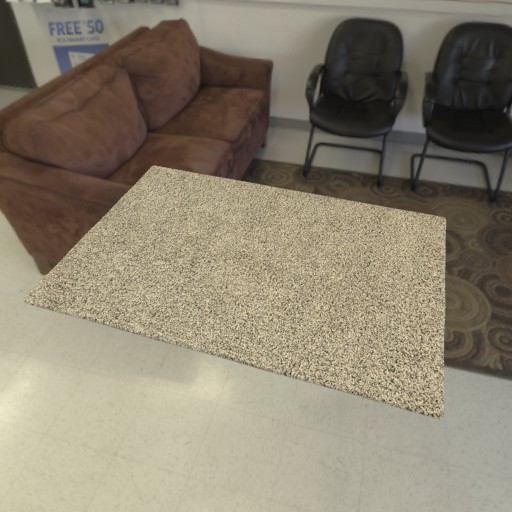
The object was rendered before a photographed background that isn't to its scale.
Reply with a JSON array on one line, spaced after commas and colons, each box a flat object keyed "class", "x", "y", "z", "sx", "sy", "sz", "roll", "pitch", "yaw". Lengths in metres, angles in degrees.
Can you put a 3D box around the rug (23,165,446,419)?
[{"class": "rug", "x": 0.000, "y": 0.000, "z": 2.186, "sx": 1.778, "sy": 0.030, "sz": 1.219, "roll": 12, "pitch": 43, "yaw": 13}]
